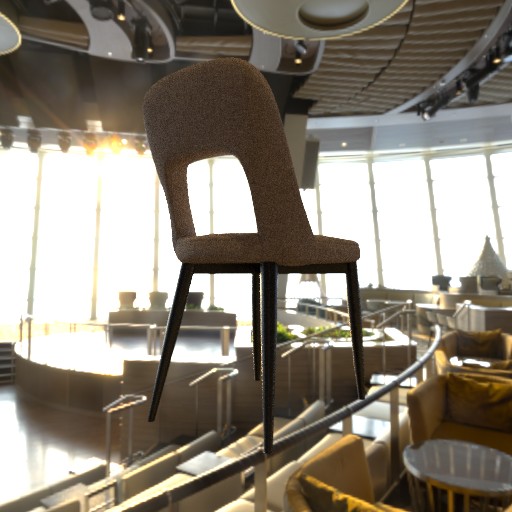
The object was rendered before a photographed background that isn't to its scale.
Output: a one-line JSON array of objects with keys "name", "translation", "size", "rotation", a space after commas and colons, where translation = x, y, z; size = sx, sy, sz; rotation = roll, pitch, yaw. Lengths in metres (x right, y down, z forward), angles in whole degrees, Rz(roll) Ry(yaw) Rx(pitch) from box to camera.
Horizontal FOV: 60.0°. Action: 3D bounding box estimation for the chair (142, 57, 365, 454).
[{"name": "chair", "translation": [0.000, 0.000, 1.322], "size": [0.470, 0.931, 0.612], "rotation": [-1, -2, 36]}]
